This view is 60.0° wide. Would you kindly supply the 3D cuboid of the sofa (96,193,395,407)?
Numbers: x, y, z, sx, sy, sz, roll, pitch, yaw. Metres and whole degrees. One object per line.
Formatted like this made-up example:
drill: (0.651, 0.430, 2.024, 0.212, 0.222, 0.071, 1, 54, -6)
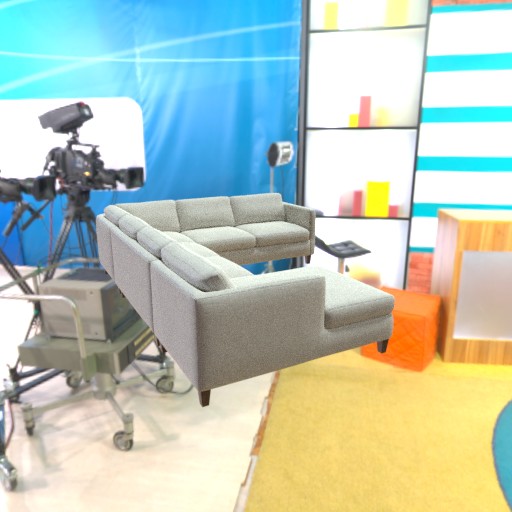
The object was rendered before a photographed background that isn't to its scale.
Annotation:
sofa: (0.000, 0.000, 4.450, 2.551, 0.853, 3.238, -8, 17, -28)
